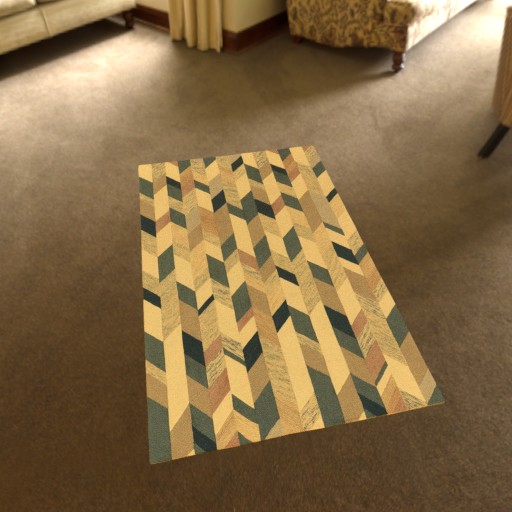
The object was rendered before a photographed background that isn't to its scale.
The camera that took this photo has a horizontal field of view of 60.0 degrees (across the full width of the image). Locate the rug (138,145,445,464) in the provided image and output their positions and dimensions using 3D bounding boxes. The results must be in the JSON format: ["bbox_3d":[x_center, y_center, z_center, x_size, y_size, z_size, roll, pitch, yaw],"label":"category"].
[{"bbox_3d":[0.000,0.000,2.982,1.513,0.008,2.423,-8,47,-8],"label":"rug"}]
